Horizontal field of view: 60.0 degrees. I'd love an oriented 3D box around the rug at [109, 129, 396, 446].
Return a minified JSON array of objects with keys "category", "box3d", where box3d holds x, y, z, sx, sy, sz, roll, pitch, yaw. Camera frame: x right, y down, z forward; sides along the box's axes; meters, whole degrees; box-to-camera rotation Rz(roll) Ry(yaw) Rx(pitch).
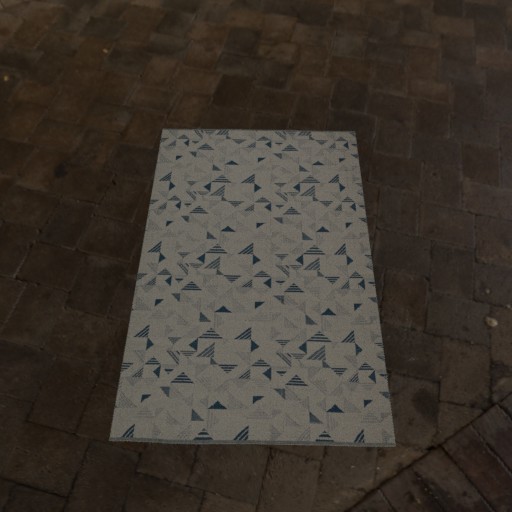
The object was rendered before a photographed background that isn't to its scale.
[{"category":"rug","box3d":[0.000,0.000,2.320,1.206,0.003,1.835,1,60,1]}]
